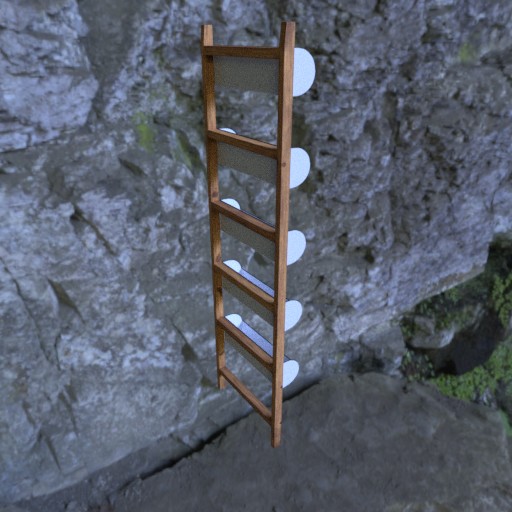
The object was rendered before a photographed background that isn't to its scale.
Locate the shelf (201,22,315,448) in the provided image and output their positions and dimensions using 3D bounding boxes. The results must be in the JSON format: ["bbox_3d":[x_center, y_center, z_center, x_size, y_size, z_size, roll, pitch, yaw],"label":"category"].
[{"bbox_3d":[0.000,0.000,1.724,0.141,1.600,0.454,-18,31,-32],"label":"shelf"}]
